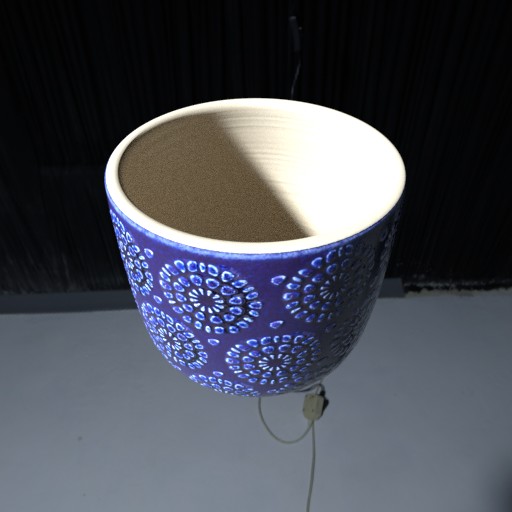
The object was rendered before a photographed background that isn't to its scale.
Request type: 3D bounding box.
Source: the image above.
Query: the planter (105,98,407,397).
[{"bbox_3d":[0.000,0.000,0.294,0.165,0.149,0.165,0,42,0],"label":"planter"}]
